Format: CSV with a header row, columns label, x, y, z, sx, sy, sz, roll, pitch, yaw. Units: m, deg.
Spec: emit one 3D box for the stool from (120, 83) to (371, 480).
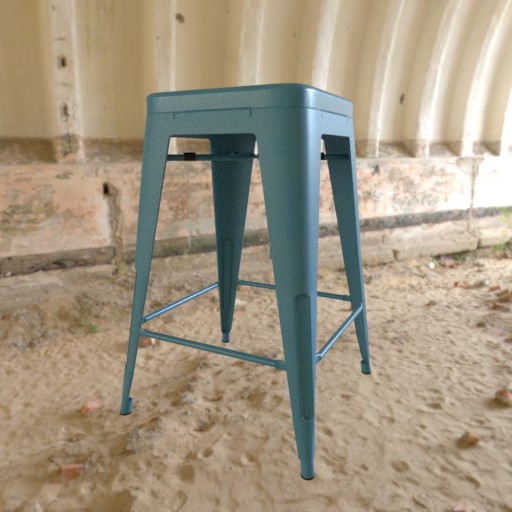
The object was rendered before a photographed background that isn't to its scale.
label,x,y,z,sx,sy,sz,roll,pitch,yaw
stool,0.000,0.000,0.898,0.410,0.608,0.410,7,15,27
